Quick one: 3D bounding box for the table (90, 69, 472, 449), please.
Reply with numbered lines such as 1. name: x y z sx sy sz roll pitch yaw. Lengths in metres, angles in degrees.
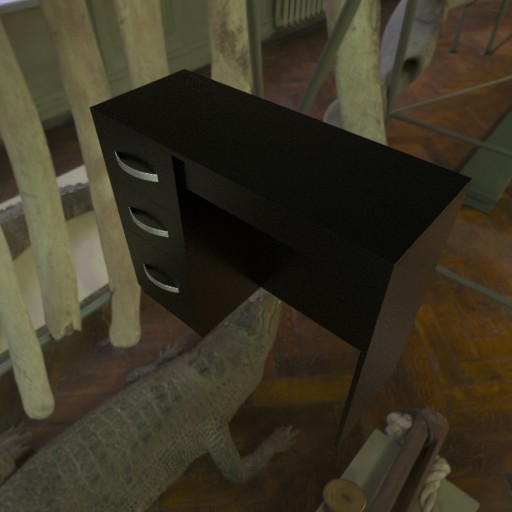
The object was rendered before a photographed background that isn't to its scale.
1. table: 0.000 0.000 1.366 0.930 0.790 0.380 31 52 28
